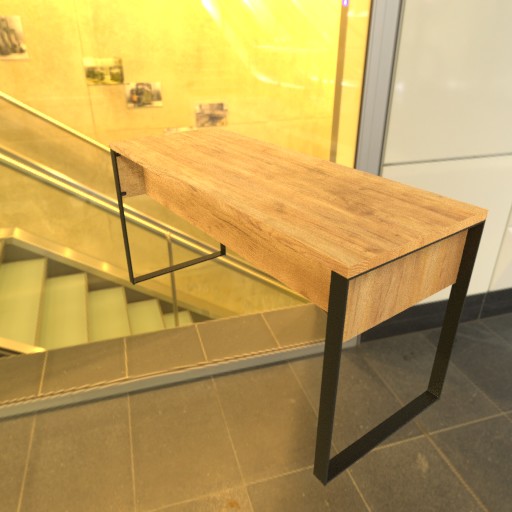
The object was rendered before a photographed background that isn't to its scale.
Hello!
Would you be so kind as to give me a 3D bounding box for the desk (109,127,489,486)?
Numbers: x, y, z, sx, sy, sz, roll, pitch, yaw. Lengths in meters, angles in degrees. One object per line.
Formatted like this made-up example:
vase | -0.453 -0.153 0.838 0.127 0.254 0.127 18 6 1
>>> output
desk | 0.000 0.000 1.873 0.600 0.760 1.520 -19 33 -32
